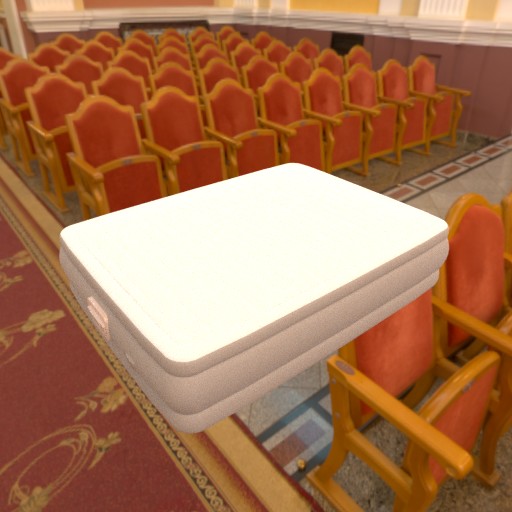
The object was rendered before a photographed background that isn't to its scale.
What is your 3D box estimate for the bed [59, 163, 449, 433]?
[{"bbox_3d":[0.000,0.000,2.742,2.036,0.460,1.520,-22,38,-32],"label":"bed"}]
